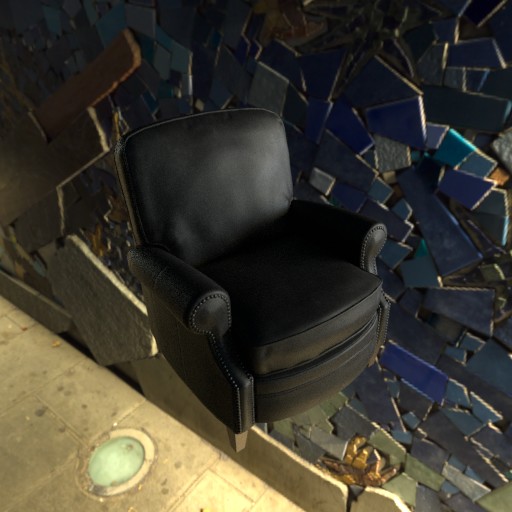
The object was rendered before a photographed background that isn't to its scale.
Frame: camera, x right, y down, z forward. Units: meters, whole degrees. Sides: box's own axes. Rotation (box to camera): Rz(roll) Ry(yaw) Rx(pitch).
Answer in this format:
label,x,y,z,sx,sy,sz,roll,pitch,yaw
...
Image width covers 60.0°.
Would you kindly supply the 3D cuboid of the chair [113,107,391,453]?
label,x,y,z,sx,sy,sz,roll,pitch,yaw
chair,0.000,0.000,1.779,0.936,1.018,0.986,-21,36,-31
